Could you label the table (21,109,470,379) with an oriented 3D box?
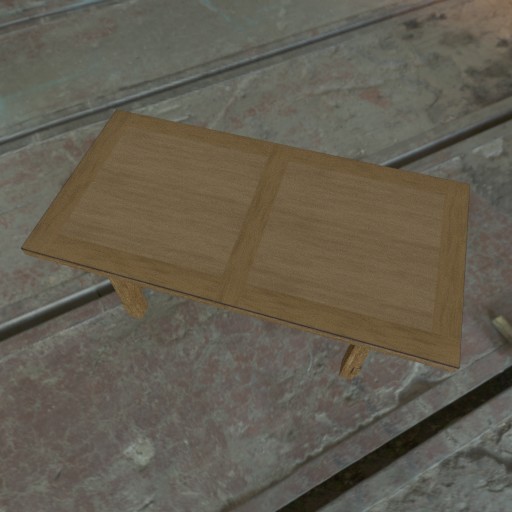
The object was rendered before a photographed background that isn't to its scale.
[{"bbox_3d":[0.000,0.000,2.477,1.982,0.762,1.000,14,59,9],"label":"table"}]
